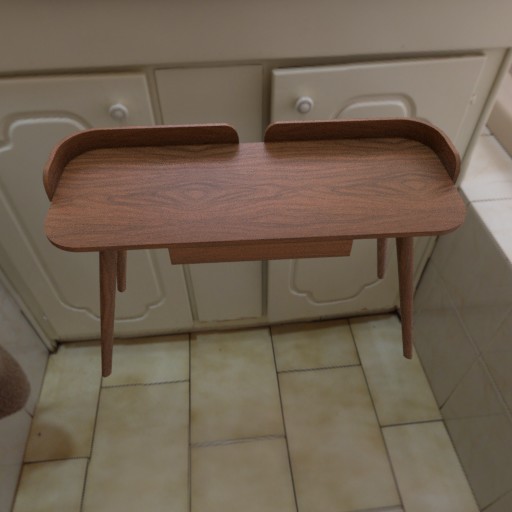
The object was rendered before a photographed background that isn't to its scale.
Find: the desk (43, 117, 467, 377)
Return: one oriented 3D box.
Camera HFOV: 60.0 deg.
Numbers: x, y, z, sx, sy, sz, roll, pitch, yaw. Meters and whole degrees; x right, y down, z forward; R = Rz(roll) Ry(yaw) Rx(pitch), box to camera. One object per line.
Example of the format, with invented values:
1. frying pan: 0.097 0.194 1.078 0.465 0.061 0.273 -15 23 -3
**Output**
1. desk: 0.000 0.000 1.619 1.256 0.800 0.486 -3 47 -3
